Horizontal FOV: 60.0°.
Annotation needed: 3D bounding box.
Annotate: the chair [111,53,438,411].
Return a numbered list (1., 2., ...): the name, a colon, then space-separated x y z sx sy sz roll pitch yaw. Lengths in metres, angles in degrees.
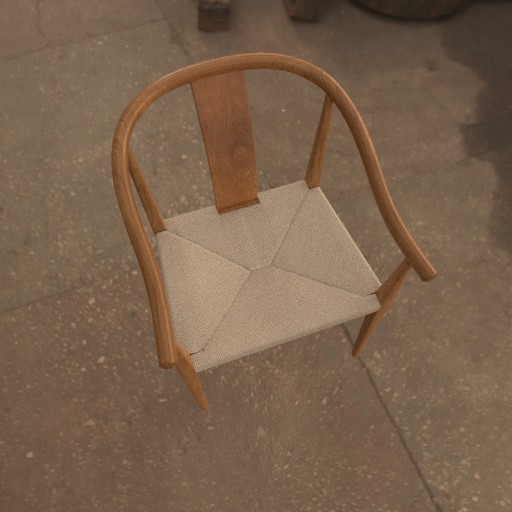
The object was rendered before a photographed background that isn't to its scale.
1. chair: 0.000 0.000 1.176 0.556 0.800 0.579 -17 63 -9
